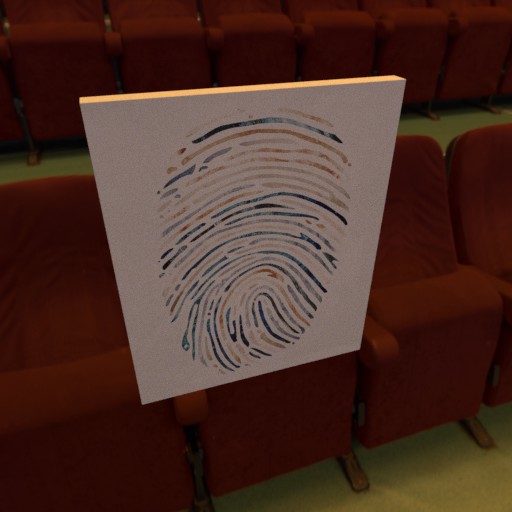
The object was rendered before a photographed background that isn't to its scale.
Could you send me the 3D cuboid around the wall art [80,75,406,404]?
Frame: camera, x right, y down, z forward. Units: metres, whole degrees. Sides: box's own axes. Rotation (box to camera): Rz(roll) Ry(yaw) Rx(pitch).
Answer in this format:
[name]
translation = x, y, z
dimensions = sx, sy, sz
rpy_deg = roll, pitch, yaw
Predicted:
[wall art]
translation = 0.000, 0.000, 0.835
dimensions = 0.508, 0.606, 0.037
rpy_deg = -10, 34, -16
